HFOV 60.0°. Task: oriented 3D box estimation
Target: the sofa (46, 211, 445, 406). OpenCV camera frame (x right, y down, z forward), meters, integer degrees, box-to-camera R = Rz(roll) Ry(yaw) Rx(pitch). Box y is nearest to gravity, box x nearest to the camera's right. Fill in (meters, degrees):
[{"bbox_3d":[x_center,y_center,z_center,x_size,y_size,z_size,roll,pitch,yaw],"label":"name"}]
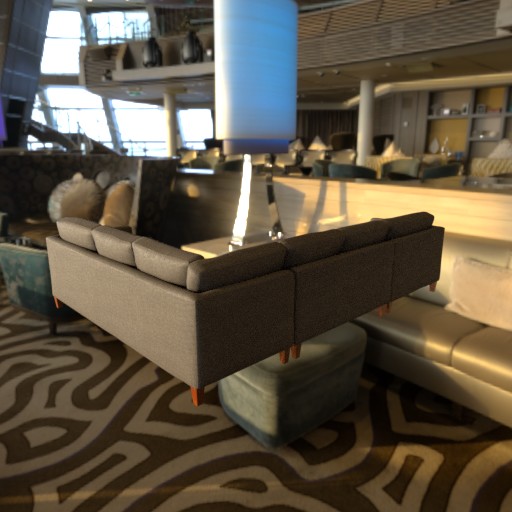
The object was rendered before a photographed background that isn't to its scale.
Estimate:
[{"bbox_3d":[0.000,0.000,4.761,3.460,0.961,2.594,-13,19,-42],"label":"sofa"}]
